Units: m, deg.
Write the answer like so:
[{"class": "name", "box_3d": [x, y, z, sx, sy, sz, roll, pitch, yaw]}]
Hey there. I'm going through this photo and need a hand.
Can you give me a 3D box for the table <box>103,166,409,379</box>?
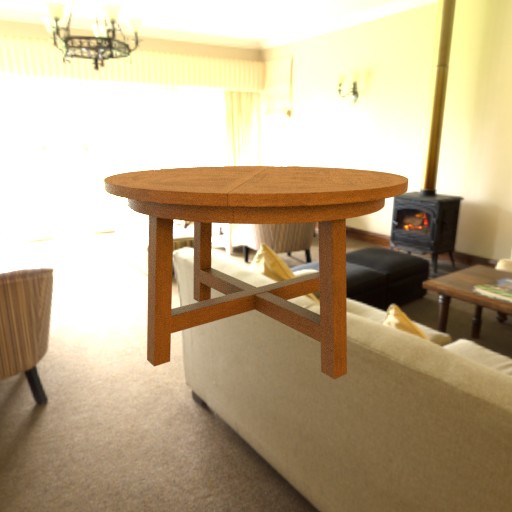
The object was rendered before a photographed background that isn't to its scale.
[{"class": "table", "box_3d": [0.000, 0.000, 2.118, 1.319, 0.762, 1.319, 0, 15, 0]}]
